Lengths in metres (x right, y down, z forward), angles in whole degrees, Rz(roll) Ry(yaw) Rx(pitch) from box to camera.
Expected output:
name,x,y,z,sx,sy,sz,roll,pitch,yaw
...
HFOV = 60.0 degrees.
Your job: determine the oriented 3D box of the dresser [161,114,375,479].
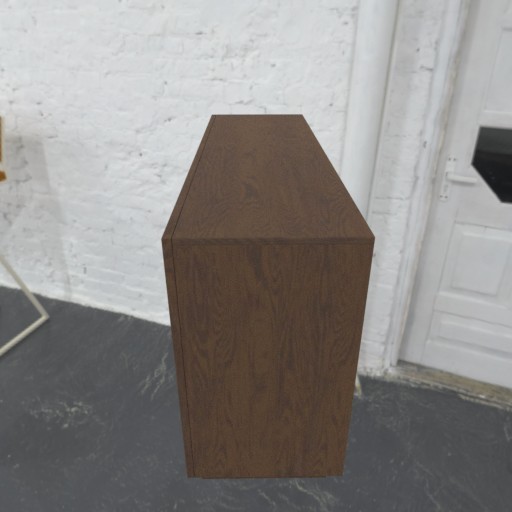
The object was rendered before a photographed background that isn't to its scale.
name,x,y,z,sx,sy,sz,roll,pitch,yaw
dresser,0.000,0.000,1.868,0.512,0.889,1.523,0,28,-1
